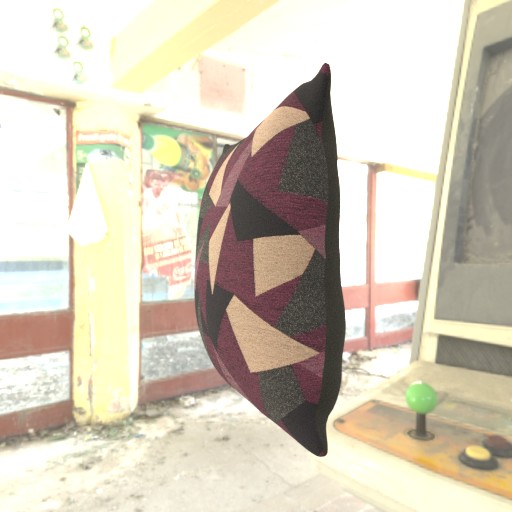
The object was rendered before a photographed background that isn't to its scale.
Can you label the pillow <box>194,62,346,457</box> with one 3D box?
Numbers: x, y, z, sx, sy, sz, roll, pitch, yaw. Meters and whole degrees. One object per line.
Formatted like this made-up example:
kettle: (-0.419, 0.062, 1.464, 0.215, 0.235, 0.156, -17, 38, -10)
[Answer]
pillow: (0.000, 0.000, 0.777, 0.208, 0.496, 0.503, 0, 1, -19)
